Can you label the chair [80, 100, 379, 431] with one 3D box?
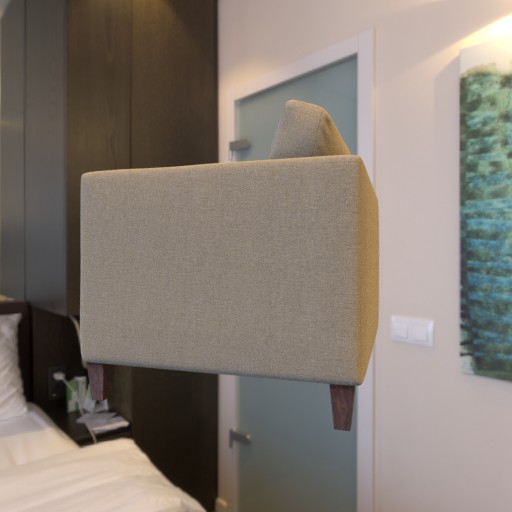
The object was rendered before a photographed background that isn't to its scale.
[{"bbox_3d":[0.000,0.000,1.844,0.959,0.963,1.107,0,1,18],"label":"chair"}]
